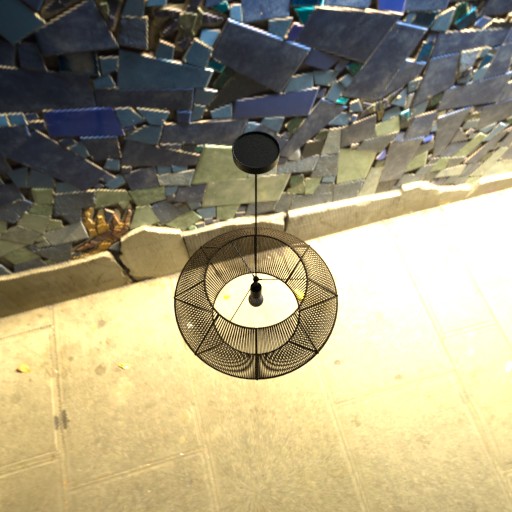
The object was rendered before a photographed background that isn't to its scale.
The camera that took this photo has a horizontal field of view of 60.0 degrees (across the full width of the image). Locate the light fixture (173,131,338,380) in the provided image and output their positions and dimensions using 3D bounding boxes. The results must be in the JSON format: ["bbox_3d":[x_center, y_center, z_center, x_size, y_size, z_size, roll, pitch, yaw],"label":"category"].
[{"bbox_3d":[0.000,0.000,1.427,0.643,1.009,0.643,0,62,0],"label":"light fixture"}]
